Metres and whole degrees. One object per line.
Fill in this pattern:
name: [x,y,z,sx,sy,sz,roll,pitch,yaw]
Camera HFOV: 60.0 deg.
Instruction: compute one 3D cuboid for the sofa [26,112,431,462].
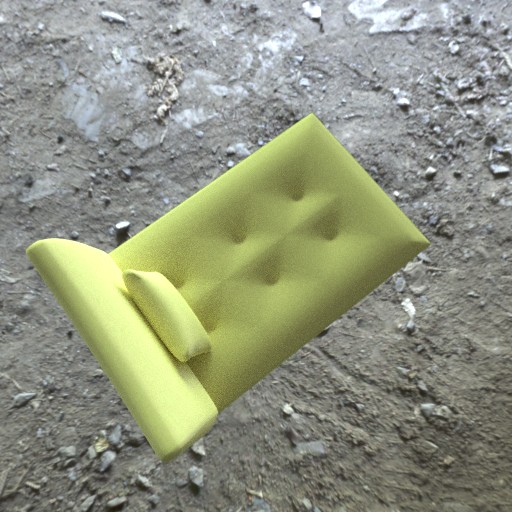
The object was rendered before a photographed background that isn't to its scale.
sofa: [0.000,0.000,1.983,1.450,0.820,0.930,-37,78,-9]
